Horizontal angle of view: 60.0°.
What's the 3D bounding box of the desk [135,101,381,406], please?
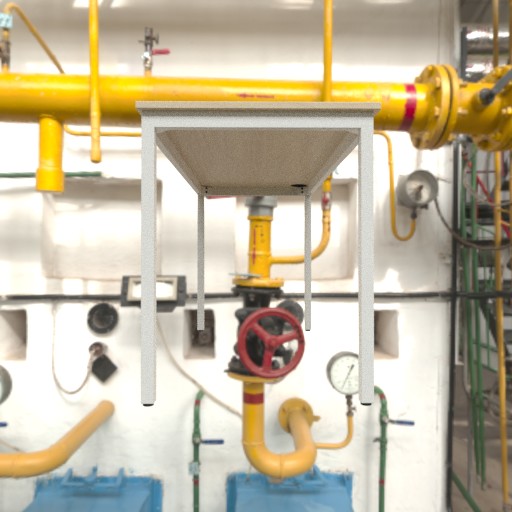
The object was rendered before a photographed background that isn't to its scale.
[{"bbox_3d":[0.000,0.000,1.679,0.600,0.750,1.200,0,0,-1],"label":"desk"}]
